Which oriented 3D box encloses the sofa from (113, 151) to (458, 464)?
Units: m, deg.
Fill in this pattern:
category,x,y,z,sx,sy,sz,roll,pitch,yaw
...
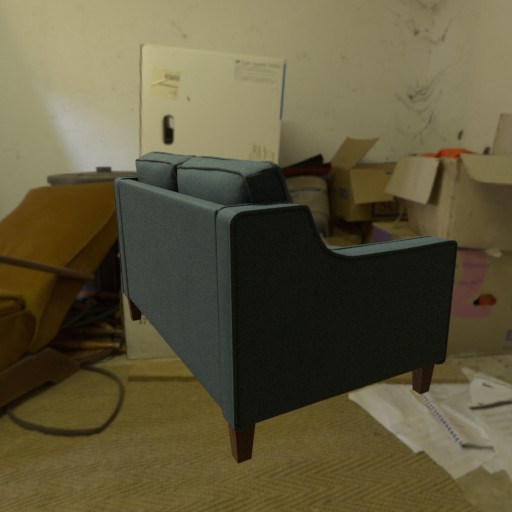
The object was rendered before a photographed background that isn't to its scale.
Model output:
category,x,y,z,sx,sy,sz,roll,pitch,yaw
sofa,0.000,0.000,2.138,0.987,0.971,1.501,-8,16,-28
